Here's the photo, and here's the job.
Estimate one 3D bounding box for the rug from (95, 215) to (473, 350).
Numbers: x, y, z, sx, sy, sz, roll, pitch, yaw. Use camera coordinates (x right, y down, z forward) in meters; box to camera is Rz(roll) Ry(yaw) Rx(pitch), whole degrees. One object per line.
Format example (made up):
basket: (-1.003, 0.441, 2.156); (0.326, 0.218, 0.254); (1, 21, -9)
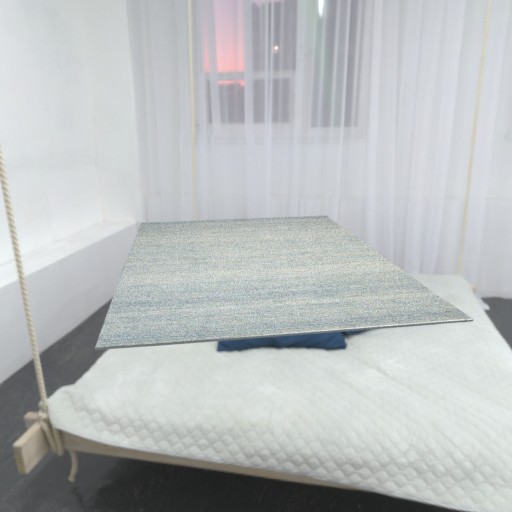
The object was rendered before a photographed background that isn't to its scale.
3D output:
rug: (0.000, 0.000, 4.312); (2.461, 0.046, 3.237); (-3, 18, -9)
